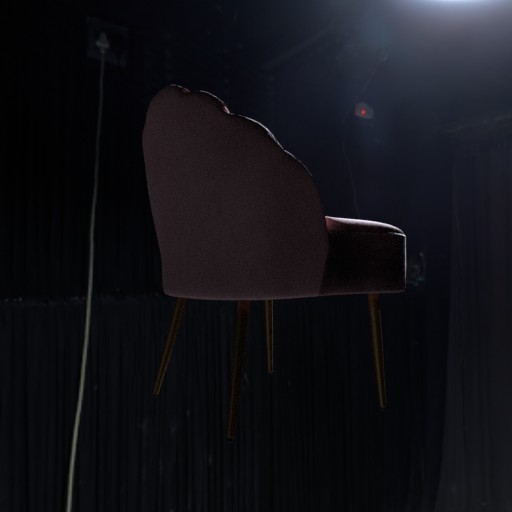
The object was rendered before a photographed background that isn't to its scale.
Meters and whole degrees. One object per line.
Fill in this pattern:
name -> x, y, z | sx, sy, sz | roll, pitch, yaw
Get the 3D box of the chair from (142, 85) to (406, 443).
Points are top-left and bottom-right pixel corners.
chair -> 0.000, 0.000, 1.254 | 0.599, 0.819, 0.657 | 2, -3, -35
